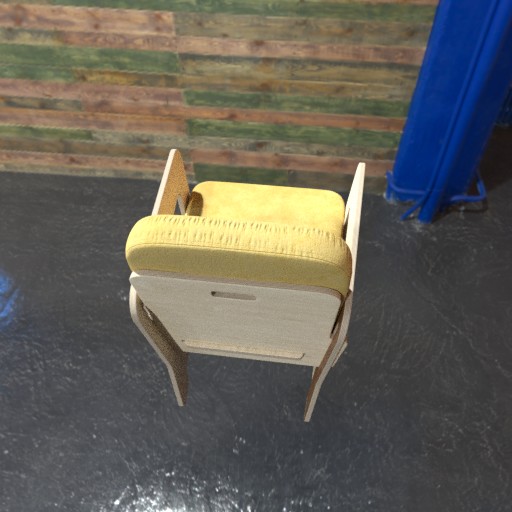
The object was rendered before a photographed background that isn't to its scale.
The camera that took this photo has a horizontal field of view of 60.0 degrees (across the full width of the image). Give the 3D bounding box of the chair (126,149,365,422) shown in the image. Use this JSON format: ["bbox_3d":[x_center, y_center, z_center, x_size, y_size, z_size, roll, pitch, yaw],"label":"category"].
[{"bbox_3d":[0.000,0.000,1.295,0.590,0.800,0.710,5,47,5],"label":"chair"}]
